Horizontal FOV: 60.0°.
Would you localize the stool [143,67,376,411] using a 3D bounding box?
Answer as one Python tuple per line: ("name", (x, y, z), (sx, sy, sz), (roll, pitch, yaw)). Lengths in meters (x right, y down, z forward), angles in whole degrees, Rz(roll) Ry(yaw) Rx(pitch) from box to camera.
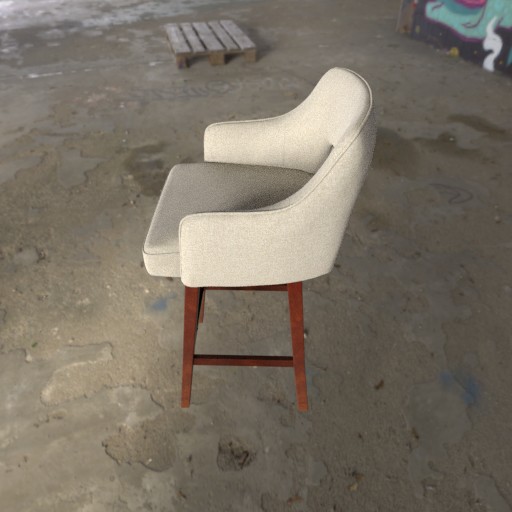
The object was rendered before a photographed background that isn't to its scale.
("stool", (0.000, 0.000, 1.374), (0.560, 1.041, 0.550), (1, 39, 1))
